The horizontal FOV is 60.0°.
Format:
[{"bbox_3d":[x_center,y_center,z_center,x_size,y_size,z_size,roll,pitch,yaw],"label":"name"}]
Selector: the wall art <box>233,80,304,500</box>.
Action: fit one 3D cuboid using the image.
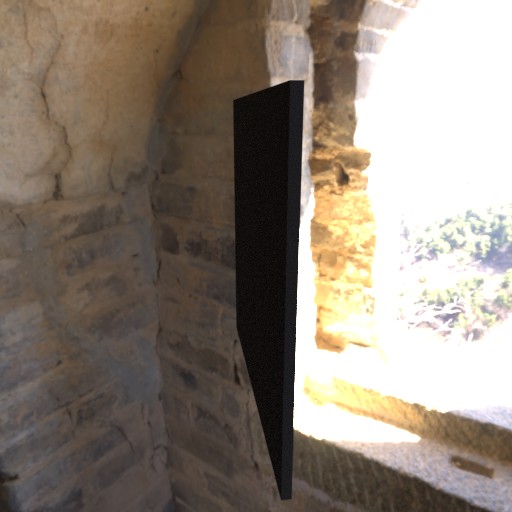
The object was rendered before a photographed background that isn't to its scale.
[{"bbox_3d":[0.000,0.000,0.665,0.013,0.458,0.456,-3,18,-9],"label":"wall art"}]
